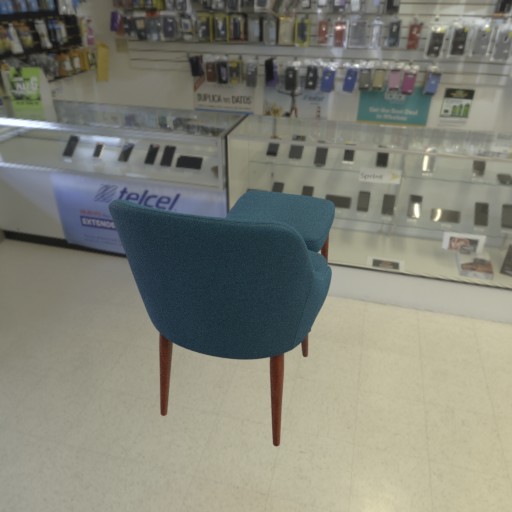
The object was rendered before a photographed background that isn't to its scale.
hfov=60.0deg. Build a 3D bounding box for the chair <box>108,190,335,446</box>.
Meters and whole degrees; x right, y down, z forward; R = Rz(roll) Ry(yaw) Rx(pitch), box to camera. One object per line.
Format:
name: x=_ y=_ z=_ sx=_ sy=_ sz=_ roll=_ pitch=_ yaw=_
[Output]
chair: x=0.000 y=0.000 z=1.624 sx=0.584 sy=0.866 sz=1.114 roll=9 pitch=33 yaw=14
